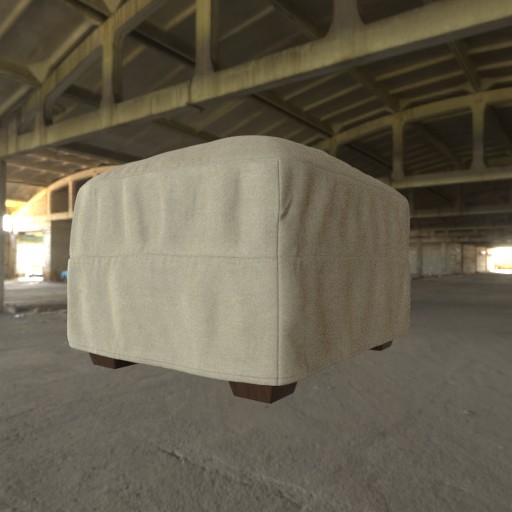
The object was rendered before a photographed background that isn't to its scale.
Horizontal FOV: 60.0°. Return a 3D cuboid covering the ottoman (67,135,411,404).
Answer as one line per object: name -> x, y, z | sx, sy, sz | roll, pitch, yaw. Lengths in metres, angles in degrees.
ottoman -> 0.000, 0.000, 1.078 | 0.584, 0.480, 0.712 | 0, -1, 35
